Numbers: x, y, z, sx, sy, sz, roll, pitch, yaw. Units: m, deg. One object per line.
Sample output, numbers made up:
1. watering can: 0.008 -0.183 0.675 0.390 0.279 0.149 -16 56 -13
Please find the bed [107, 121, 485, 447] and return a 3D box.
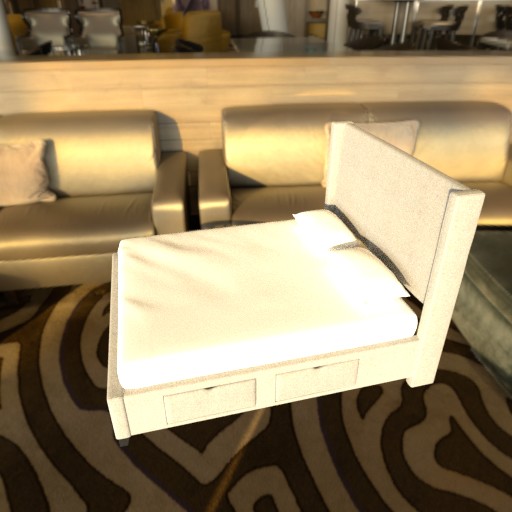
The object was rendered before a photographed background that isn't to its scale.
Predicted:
1. bed: 0.000 0.000 3.355 2.222 1.491 1.774 -7 31 -13
